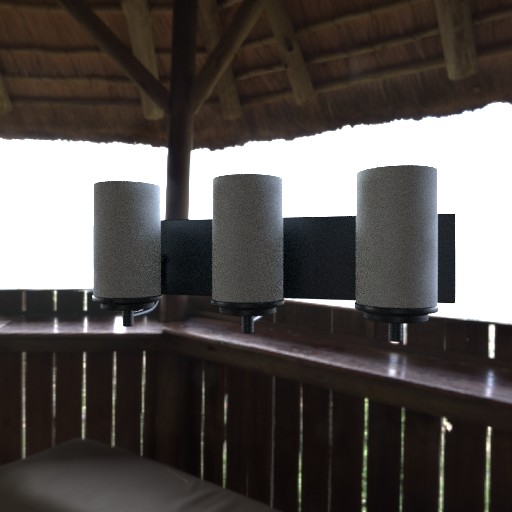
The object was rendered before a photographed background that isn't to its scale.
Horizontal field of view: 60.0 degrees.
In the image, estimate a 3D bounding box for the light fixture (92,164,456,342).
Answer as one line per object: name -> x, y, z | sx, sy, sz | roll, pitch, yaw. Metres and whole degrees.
light fixture -> 0.000, 0.000, 0.527 | 0.451, 0.172, 0.145 | 0, 1, 17
